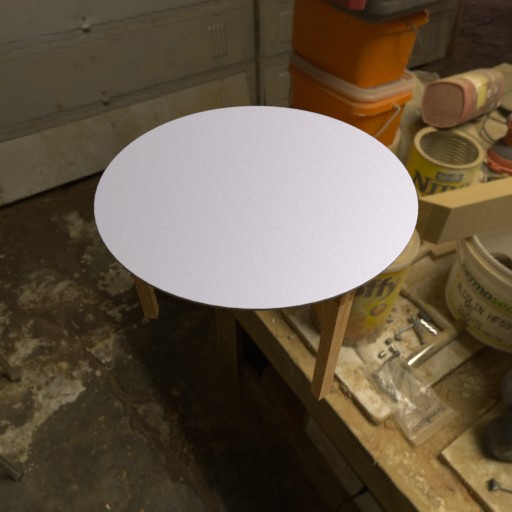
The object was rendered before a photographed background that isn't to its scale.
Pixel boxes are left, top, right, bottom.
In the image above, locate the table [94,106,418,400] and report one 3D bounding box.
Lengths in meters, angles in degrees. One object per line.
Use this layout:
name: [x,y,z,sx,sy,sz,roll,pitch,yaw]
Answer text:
table: [0.000,0.000,0.991,0.600,0.405,0.600,0,46,0]
